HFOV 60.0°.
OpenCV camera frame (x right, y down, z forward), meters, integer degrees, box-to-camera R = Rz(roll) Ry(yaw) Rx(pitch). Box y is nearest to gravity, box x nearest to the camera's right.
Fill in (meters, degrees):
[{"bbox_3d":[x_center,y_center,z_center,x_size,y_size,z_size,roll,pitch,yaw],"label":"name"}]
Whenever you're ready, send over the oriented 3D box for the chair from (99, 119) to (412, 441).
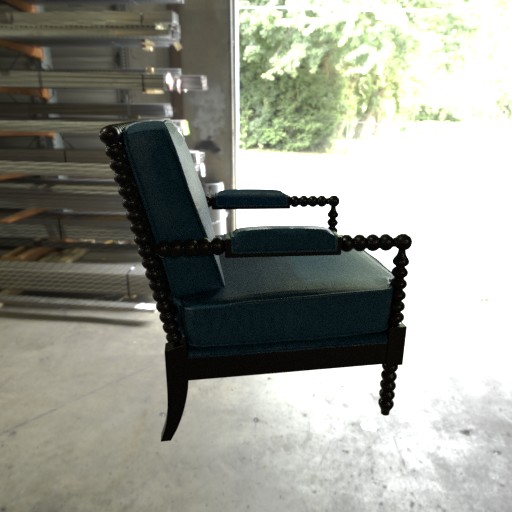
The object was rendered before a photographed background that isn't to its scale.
[{"bbox_3d":[0.000,0.000,1.456,0.805,0.857,0.688,-3,18,-8],"label":"chair"}]
